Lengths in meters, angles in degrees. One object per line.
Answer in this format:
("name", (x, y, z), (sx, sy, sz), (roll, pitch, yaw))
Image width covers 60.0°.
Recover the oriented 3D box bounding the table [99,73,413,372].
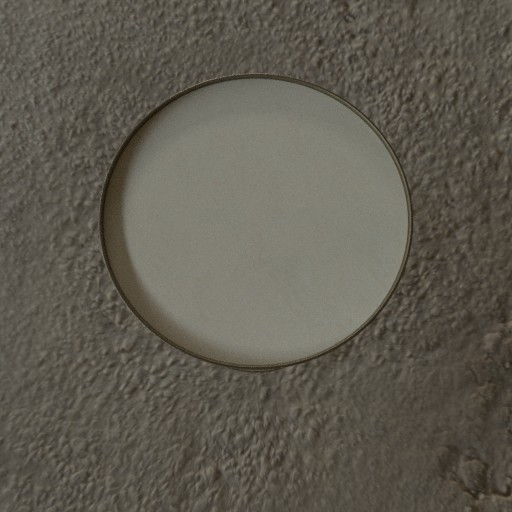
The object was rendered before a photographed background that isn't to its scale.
("table", (0.000, 0.000, 0.950), (0.480, 0.565, 0.480), (0, 75, 0))
